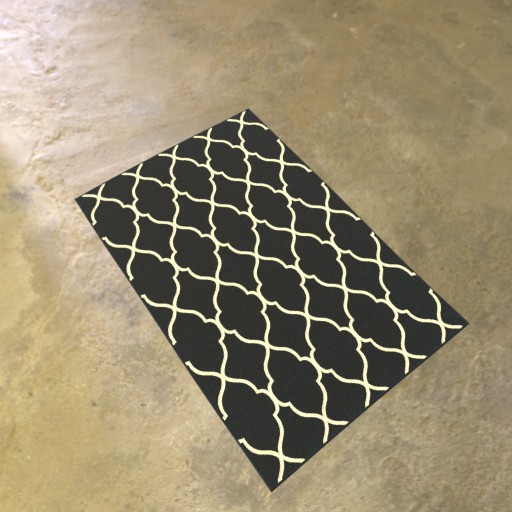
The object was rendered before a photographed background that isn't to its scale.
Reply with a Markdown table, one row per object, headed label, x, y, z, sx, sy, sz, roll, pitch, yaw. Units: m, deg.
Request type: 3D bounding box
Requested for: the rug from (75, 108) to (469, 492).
| label | x | y | z | sx | sy | sz | roll | pitch | yaw |
| --- | --- | --- | --- | --- | --- | --- | --- | --- | --- |
| rug | 0.000 | 0.000 | 2.911 | 1.528 | 0.014 | 2.294 | -33 | 66 | -17 |
